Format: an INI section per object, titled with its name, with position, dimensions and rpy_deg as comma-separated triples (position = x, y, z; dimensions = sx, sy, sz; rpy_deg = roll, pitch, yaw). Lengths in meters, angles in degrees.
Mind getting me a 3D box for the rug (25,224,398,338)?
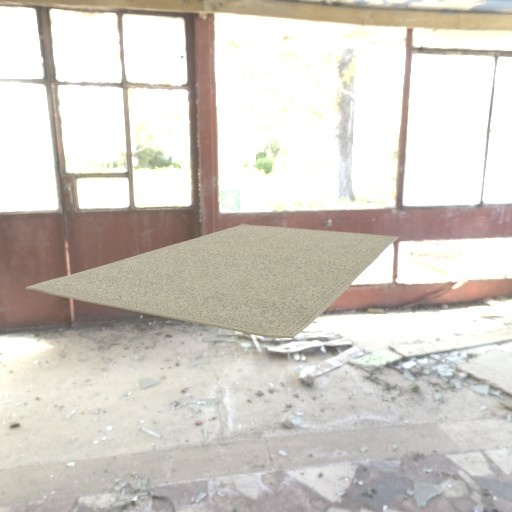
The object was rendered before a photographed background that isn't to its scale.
[rug]
position = 0.000, 0.000, 2.444
dimensions = 1.214, 0.023, 1.947
rpy_deg = 6, 14, 26
